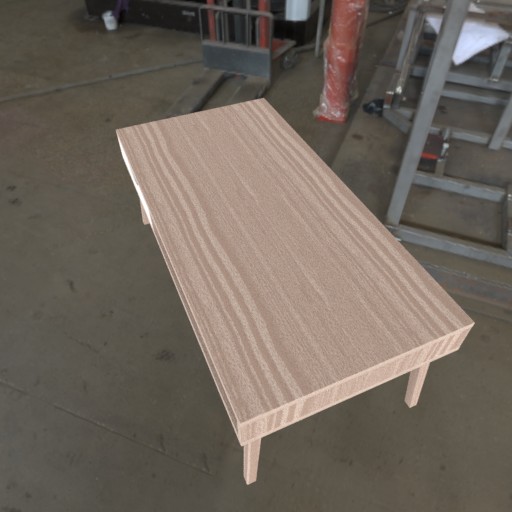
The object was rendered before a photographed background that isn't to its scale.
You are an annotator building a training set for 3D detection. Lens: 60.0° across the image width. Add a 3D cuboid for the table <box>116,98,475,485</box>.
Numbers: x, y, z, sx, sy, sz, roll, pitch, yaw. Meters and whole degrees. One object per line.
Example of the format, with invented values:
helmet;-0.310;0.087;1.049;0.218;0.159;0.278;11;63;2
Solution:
table;0.000;0.000;1.501;0.600;0.450;1.200;-18;49;-16
